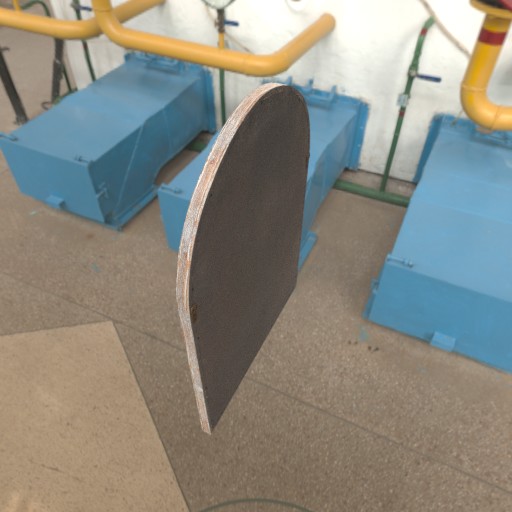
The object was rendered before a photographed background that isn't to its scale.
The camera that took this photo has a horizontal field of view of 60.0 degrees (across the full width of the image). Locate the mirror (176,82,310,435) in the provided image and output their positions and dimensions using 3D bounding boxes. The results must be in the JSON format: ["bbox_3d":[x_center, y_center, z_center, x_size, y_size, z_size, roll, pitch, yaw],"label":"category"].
[{"bbox_3d":[0.000,0.000,1.214,0.032,0.920,0.660,20,49,18],"label":"mirror"}]
